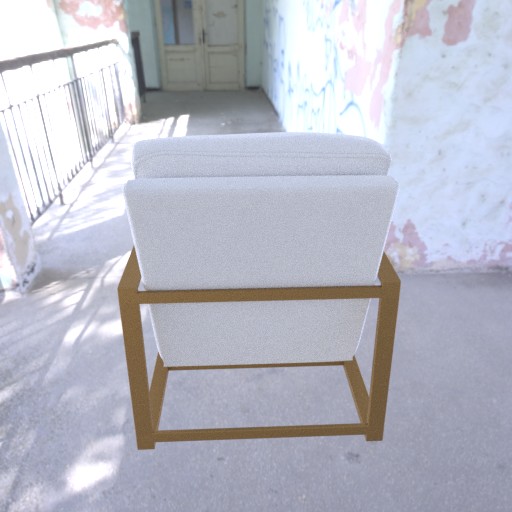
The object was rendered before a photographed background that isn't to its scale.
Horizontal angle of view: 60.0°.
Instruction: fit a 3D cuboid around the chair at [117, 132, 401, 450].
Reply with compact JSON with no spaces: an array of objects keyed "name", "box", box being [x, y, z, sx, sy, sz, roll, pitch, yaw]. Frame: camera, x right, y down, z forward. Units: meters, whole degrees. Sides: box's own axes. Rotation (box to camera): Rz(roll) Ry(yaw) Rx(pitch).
[{"name":"chair","box":[0.000,0.000,1.569,0.805,0.966,0.813,-1,29,-2]}]
